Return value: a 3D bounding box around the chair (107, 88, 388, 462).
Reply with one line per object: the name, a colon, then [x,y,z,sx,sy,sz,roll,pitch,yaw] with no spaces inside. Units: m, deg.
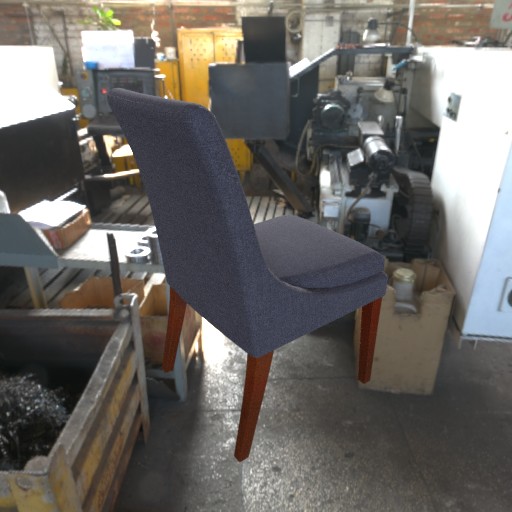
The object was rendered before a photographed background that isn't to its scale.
chair: [0.000,0.000,1.334,0.655,0.952,0.508,-18,31,-32]
